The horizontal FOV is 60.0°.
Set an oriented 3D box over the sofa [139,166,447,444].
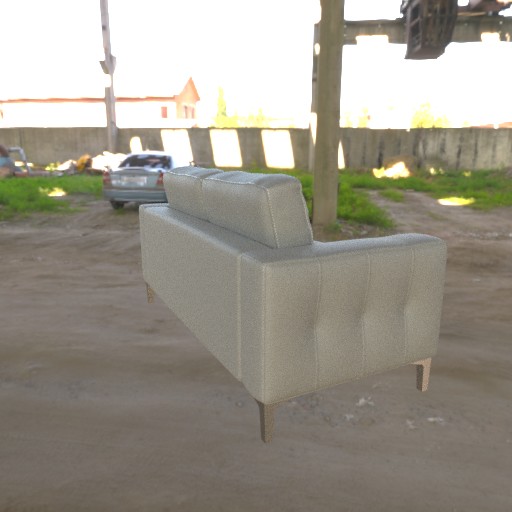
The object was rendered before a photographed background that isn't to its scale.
[{"bbox_3d":[0.000,0.000,2.296,0.833,0.892,1.726,-7,15,-26],"label":"sofa"}]
